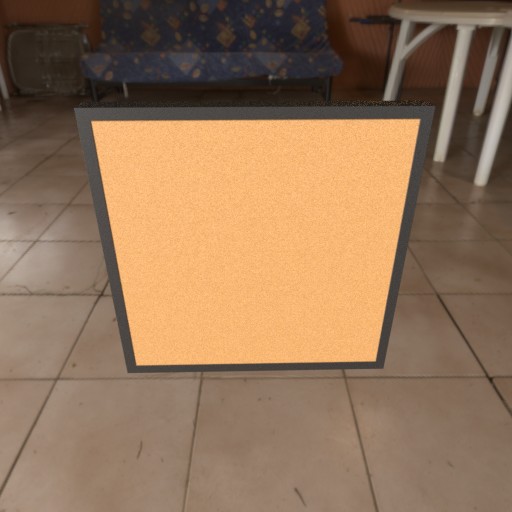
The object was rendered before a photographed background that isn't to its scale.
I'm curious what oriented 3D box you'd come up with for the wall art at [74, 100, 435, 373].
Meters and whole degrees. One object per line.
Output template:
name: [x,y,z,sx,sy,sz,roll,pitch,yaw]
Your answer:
wall art: [0.000,0.000,0.764,0.506,0.506,0.037,-1,30,-1]
